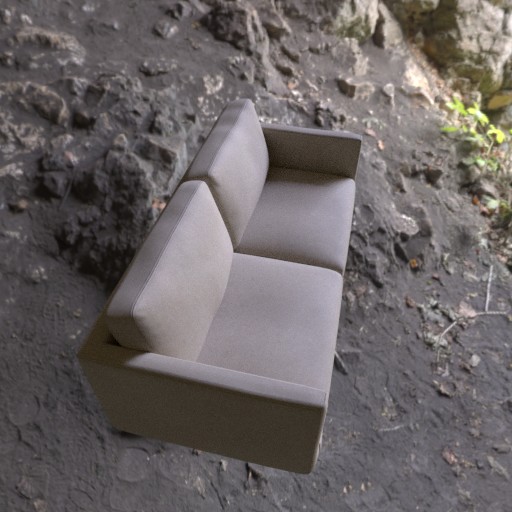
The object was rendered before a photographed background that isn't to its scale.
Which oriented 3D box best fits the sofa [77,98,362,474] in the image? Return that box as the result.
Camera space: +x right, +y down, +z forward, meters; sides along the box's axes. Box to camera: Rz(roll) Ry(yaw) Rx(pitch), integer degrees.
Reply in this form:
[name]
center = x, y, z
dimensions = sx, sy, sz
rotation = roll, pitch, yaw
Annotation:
[sofa]
center = 0.000, 0.000, 2.335
dimensions = 0.950, 0.940, 1.846
rotation = 10, 46, 9
